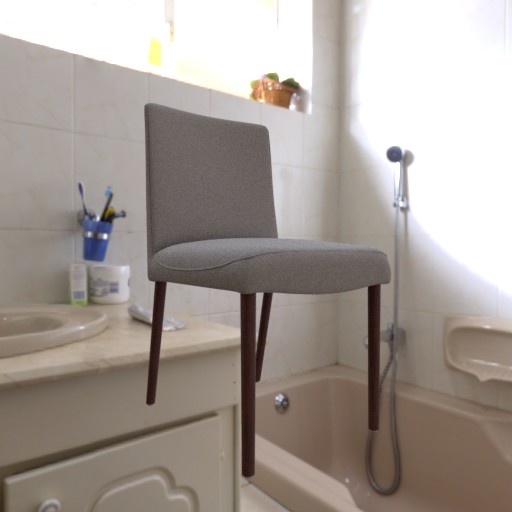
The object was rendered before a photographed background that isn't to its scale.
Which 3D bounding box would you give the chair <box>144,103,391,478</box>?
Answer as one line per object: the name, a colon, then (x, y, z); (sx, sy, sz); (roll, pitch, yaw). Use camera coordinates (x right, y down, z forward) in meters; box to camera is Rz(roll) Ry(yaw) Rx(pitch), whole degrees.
chair: (0.000, 0.000, 1.166); (0.456, 0.859, 0.570); (-1, 1, -36)
